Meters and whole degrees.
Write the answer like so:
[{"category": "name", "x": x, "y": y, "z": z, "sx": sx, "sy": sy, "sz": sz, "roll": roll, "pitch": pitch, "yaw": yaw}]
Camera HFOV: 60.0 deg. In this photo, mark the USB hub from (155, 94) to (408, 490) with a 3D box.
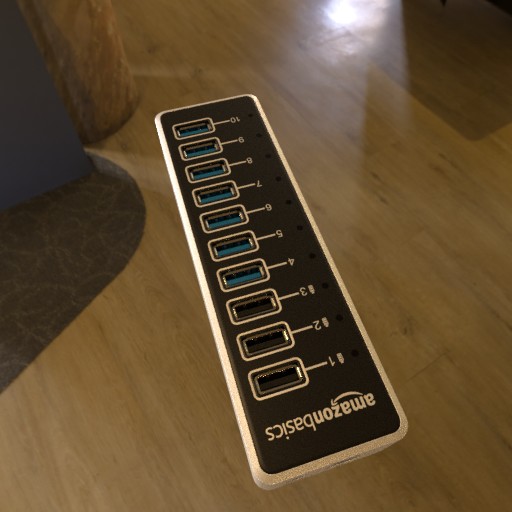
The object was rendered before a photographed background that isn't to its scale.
[{"category": "USB hub", "x": 0.000, "y": 0.000, "z": 0.161, "sx": 0.044, "sy": 0.023, "sz": 0.145, "roll": -15, "pitch": 60, "yaw": -9}]
